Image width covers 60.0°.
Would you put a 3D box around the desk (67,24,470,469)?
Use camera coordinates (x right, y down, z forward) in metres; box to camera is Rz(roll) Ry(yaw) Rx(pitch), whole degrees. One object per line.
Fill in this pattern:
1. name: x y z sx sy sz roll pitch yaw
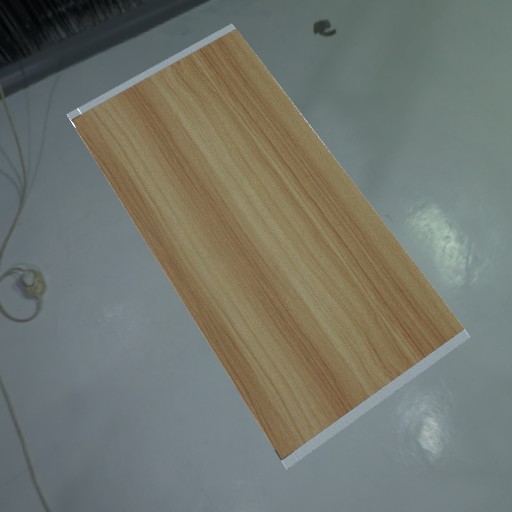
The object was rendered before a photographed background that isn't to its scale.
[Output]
1. desk: 0.000 0.000 1.447 0.508 0.762 1.016 -33 78 -8
